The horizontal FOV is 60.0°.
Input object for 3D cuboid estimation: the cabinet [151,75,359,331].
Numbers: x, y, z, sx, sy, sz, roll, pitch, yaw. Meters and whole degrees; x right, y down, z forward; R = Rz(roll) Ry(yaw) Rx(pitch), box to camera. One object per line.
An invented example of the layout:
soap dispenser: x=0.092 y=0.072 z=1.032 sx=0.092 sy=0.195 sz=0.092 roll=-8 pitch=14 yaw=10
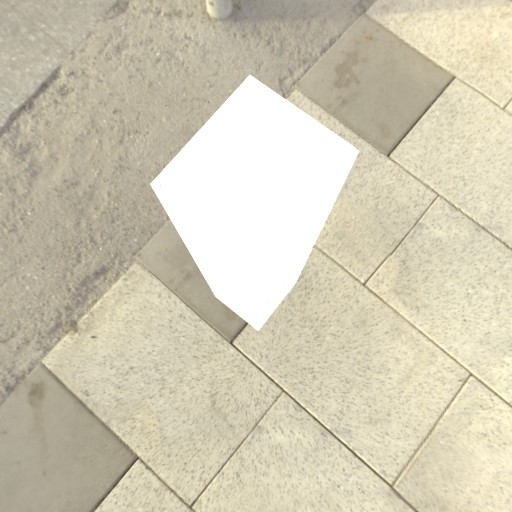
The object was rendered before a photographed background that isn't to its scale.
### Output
cabinet: x=0.000 y=0.000 z=1.521 sx=0.269 sy=1.400 sz=0.300 roll=38 pitch=79 yaw=9
